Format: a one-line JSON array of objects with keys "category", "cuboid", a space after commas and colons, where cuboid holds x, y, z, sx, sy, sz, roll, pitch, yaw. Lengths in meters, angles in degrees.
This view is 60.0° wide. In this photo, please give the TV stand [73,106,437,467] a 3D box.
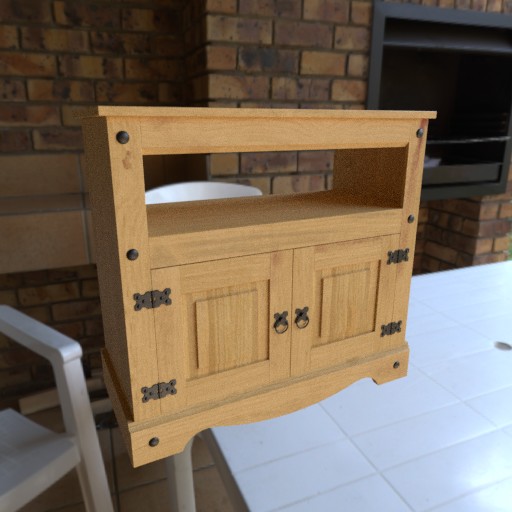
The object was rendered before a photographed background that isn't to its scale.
[{"category": "TV stand", "cuboid": [0.000, 0.000, 1.269, 0.851, 0.787, 0.430, -8, 19, -26]}]
